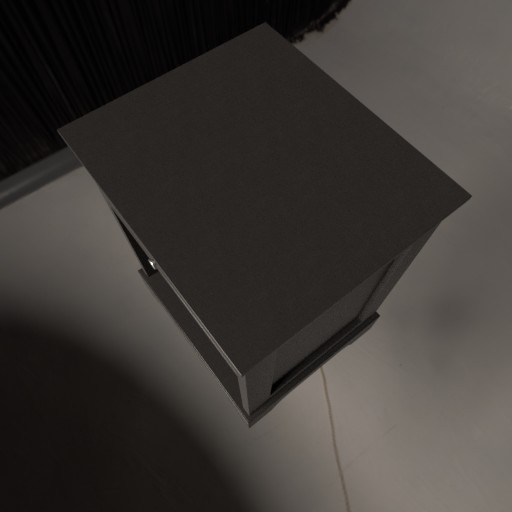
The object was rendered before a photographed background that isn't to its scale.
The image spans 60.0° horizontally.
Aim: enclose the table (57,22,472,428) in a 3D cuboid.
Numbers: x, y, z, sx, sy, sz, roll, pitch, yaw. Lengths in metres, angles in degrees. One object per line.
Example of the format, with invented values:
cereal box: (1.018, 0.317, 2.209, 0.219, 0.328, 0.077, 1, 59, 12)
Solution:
table: (0.000, 0.000, 0.908, 0.399, 0.610, 0.460, -35, 69, -16)
